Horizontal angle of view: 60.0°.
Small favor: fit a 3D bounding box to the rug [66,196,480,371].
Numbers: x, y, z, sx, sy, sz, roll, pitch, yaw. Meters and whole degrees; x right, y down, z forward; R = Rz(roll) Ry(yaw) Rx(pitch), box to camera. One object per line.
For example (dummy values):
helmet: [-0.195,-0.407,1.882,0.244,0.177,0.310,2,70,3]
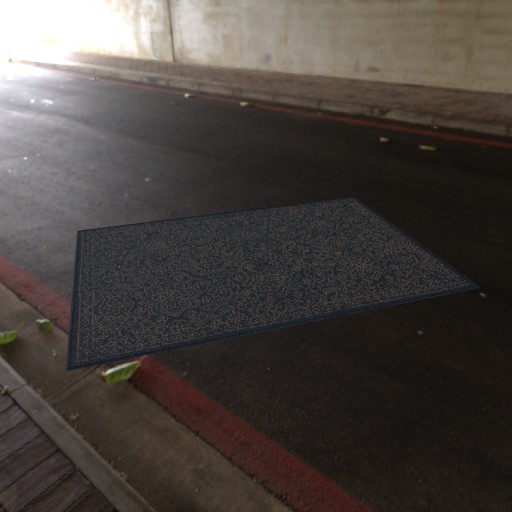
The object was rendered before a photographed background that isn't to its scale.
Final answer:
rug: [0.000,0.000,2.351,1.829,0.010,1.219,-9,30,-15]
